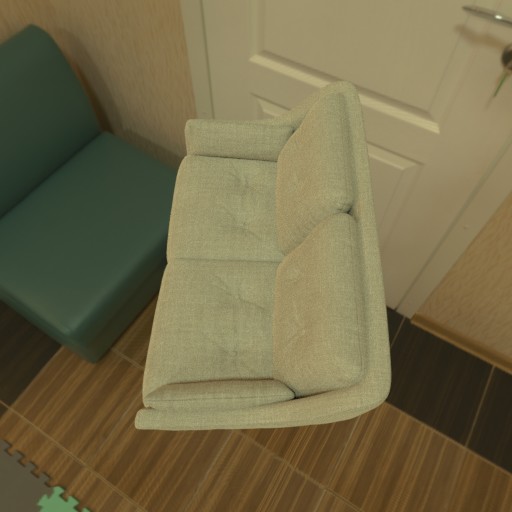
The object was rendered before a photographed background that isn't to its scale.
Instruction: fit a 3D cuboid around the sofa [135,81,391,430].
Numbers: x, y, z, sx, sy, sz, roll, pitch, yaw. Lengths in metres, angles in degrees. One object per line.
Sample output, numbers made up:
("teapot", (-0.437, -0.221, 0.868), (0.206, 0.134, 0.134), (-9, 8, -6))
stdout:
("sofa", (0.000, 0.000, 2.162), (0.965, 0.888, 1.652), (2, 60, 1))
